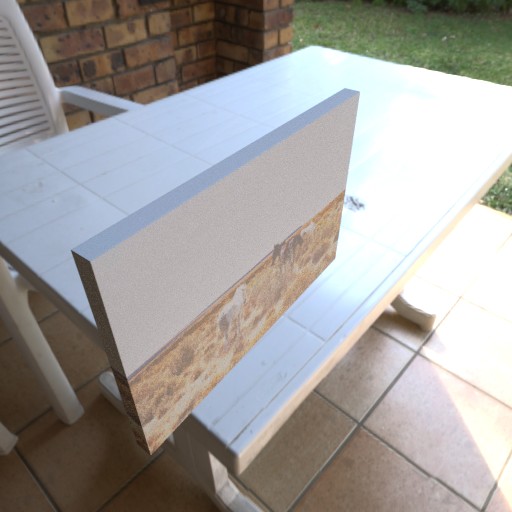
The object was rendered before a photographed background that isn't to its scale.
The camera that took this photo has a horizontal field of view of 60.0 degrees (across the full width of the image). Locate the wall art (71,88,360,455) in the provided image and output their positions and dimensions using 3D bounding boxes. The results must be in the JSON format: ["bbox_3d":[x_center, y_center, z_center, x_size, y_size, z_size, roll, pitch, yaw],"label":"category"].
[{"bbox_3d":[0.000,0.000,1.162,0.050,0.610,0.914,25,46,27],"label":"wall art"}]
